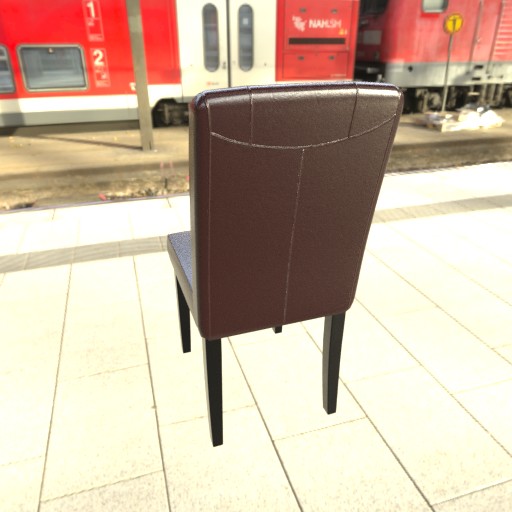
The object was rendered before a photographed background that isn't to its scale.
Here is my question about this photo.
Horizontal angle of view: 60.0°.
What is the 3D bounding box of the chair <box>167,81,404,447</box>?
[{"bbox_3d":[0.000,0.000,1.172,0.399,0.897,0.556,-9,28,-17],"label":"chair"}]
